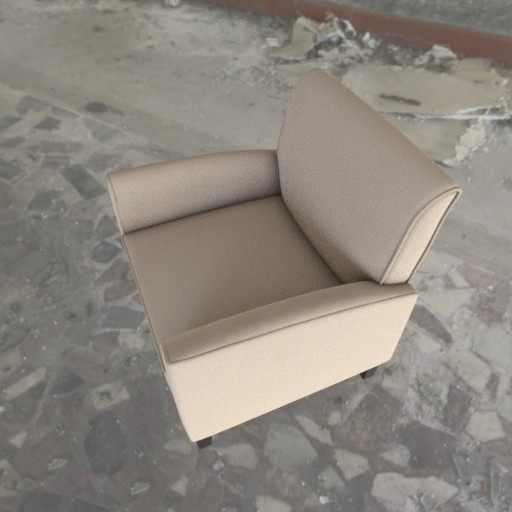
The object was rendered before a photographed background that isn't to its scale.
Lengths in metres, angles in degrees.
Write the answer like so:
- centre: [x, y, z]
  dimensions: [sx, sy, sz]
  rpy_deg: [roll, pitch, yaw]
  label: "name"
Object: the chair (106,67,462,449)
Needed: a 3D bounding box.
- centre: [0.000, 0.000, 1.531]
  dimensions: [0.820, 0.915, 0.820]
  rpy_deg: [-17, 50, -15]
  label: "chair"
